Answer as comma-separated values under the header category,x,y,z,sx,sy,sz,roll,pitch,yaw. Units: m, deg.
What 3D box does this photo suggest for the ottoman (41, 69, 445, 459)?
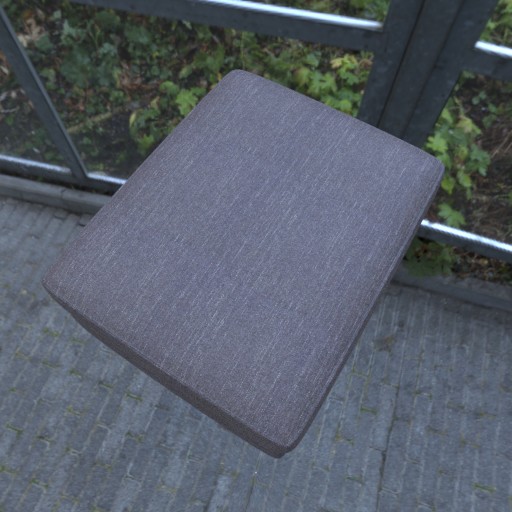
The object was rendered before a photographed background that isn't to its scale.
category,x,y,z,sx,sy,sz,roll,pitch,yaw
ottoman,0.000,0.000,1.214,0.671,0.490,0.820,30,68,14
